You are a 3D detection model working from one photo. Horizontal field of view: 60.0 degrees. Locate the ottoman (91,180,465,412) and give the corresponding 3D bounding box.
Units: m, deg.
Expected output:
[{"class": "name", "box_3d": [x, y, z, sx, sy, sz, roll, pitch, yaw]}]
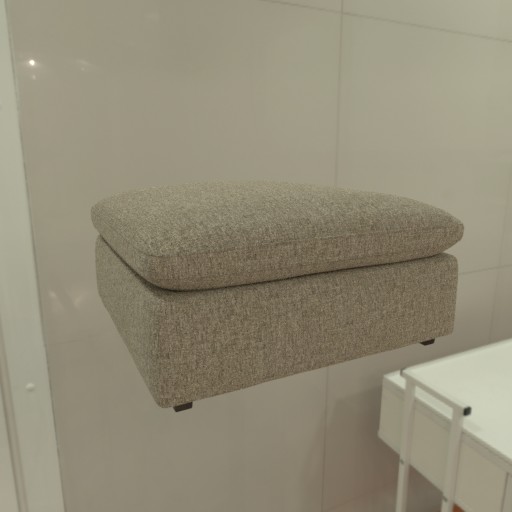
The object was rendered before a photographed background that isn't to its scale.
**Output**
[{"class": "ottoman", "box_3d": [0.000, 0.000, 1.639, 1.039, 0.526, 1.035, -7, 15, -26]}]
